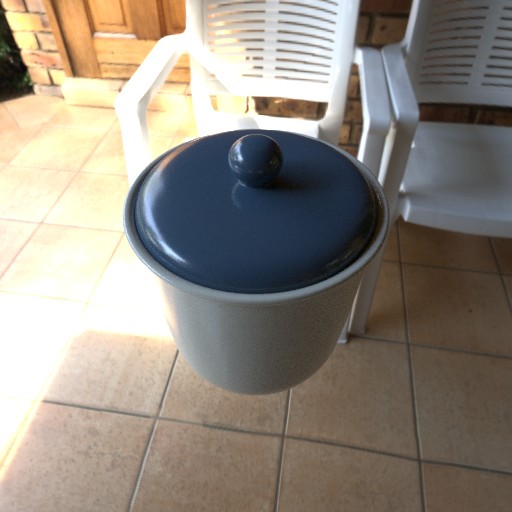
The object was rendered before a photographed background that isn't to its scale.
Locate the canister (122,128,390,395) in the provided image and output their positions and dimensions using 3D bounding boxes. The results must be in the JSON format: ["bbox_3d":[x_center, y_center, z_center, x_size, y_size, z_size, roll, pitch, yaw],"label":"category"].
[{"bbox_3d":[0.000,0.000,0.350,0.182,0.208,0.182,0,47,0],"label":"canister"}]
